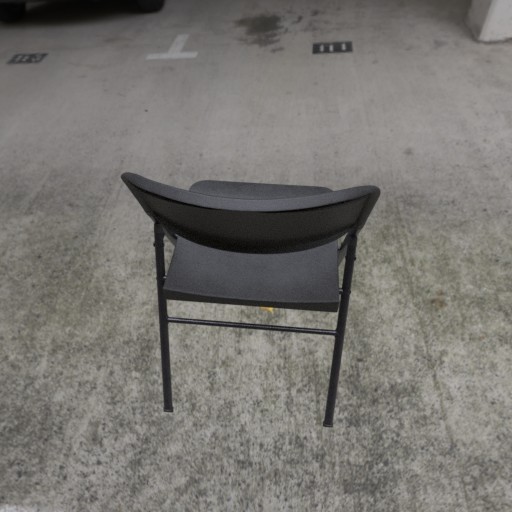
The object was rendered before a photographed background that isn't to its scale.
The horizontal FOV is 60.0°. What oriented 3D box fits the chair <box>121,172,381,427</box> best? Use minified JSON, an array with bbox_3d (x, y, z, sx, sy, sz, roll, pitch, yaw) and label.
[{"bbox_3d":[0.000,0.000,1.170,0.494,0.810,0.566,4,46,4],"label":"chair"}]
